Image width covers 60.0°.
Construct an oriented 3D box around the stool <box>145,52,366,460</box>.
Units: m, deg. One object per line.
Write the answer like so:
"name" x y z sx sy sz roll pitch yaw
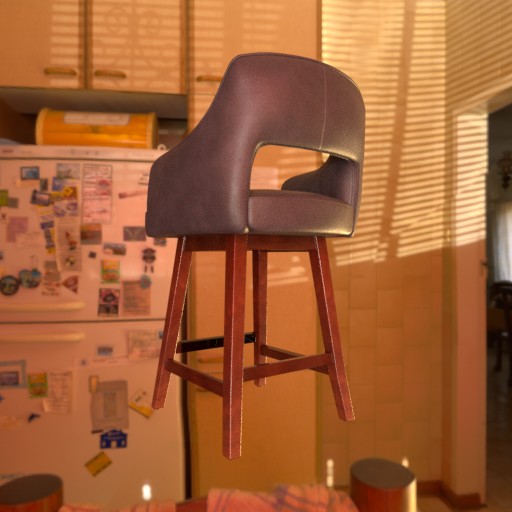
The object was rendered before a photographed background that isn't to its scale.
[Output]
"stool" 0.000 0.000 1.283 0.550 0.936 0.560 0 0 -37
